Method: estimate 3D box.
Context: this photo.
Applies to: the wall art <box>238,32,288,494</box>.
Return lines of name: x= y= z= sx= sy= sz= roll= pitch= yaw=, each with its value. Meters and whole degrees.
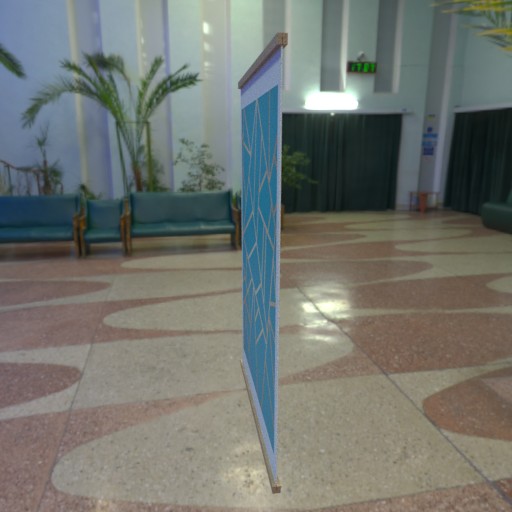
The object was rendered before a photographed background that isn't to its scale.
wall art: x=0.000 y=0.000 z=1.891 sx=0.030 sy=1.519 sz=0.990 roll=-2 pitch=14 yaw=-8
